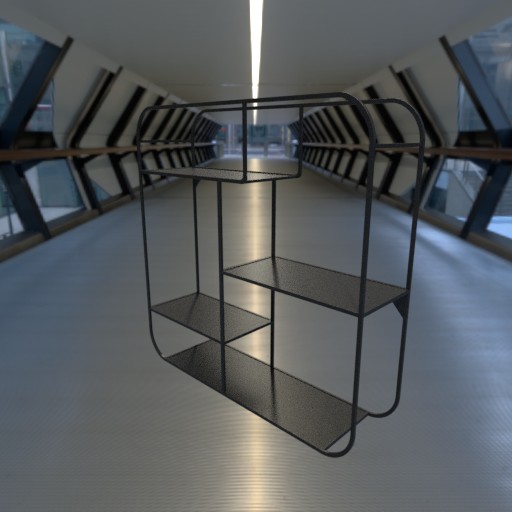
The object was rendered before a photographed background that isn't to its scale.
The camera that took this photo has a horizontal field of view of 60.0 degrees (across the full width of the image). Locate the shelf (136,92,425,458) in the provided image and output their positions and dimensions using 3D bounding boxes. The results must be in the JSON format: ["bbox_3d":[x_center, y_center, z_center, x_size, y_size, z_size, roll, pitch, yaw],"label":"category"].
[{"bbox_3d":[0.000,0.000,0.917,0.600,0.600,0.160,14,21,42],"label":"shelf"}]
